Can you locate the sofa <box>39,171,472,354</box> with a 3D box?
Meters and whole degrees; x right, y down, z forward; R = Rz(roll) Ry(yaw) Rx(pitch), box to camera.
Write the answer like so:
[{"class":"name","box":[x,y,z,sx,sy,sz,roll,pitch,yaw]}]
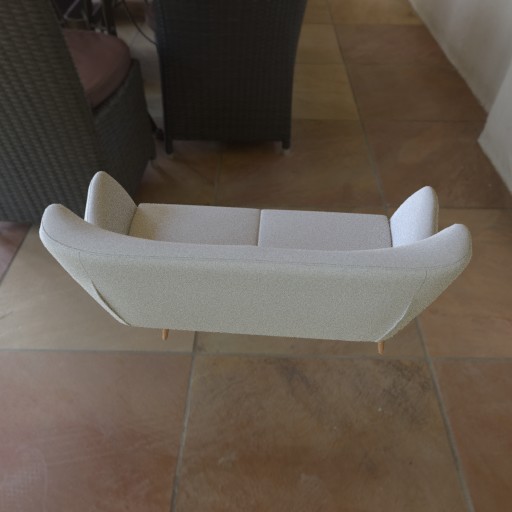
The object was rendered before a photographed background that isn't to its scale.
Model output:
[{"class":"sofa","box":[0.000,0.000,2.335,1.930,0.890,0.899,3,46,3]}]
